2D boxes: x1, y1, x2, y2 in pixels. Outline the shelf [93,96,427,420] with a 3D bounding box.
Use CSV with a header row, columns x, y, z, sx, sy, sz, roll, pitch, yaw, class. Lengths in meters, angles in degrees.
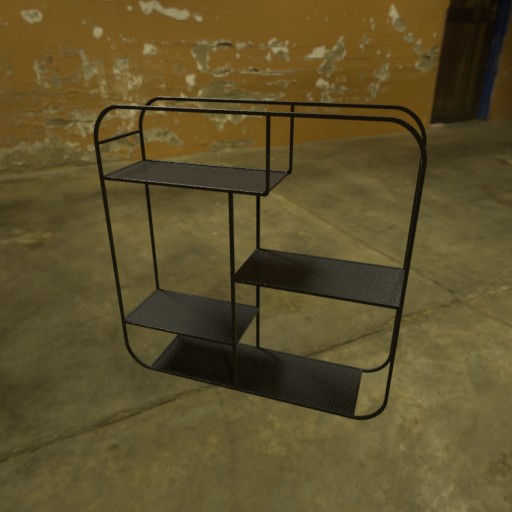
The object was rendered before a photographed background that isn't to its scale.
x,y,z,sx,sy,sz,roll,pitch,yaw,class
0.000,0.000,0.925,0.600,0.600,0.160,8,26,17,shelf
